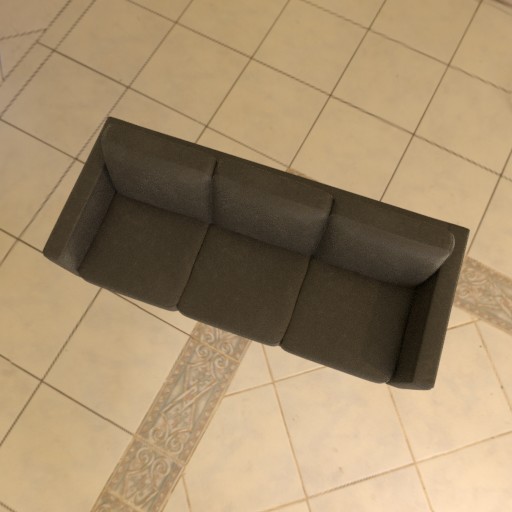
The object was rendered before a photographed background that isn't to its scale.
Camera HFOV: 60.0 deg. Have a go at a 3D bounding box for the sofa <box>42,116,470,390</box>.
[{"bbox_3d":[0.000,0.000,2.466,2.029,0.899,0.879,18,76,5],"label":"sofa"}]
